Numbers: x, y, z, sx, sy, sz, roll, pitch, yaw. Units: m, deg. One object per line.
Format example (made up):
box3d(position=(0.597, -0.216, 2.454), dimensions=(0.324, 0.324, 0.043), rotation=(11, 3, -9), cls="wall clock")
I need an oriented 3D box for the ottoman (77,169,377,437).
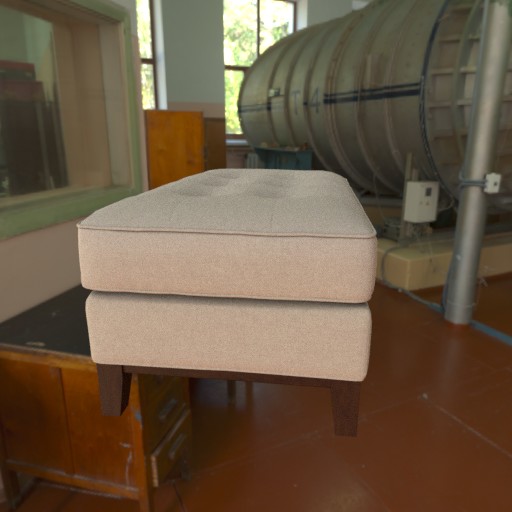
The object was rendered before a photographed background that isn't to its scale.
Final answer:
box3d(position=(0.000, 0.000, 1.469), dimensions=(0.648, 0.508, 1.143), rotation=(2, 16, 7), cls="ottoman")
